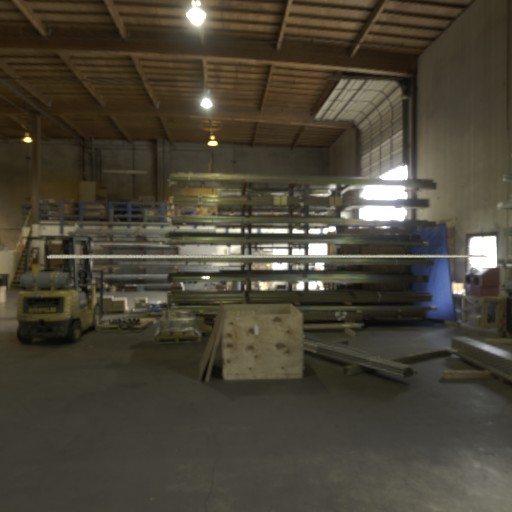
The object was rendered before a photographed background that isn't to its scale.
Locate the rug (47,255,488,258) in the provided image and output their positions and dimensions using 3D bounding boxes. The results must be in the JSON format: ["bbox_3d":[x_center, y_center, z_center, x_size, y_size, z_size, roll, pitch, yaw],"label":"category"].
[{"bbox_3d":[0.000,0.000,2.328,1.839,0.012,1.219,0,0,-17],"label":"rug"}]
